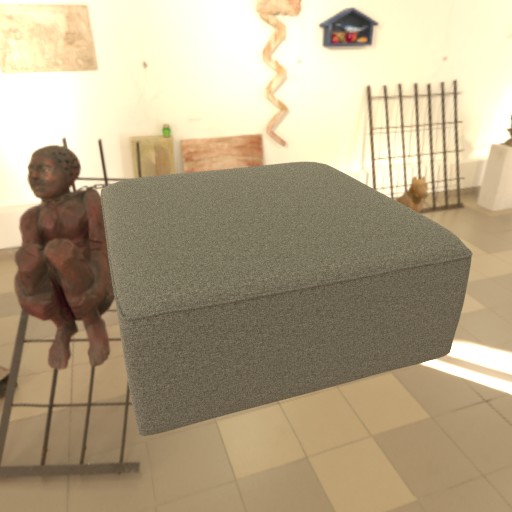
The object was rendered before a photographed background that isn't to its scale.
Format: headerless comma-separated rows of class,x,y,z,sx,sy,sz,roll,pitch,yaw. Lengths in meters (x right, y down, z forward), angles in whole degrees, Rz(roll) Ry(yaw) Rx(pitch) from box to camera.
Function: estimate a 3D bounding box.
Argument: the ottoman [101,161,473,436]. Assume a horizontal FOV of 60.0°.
ottoman,0.000,0.000,1.617,1.005,0.464,1.015,-9,28,-17
